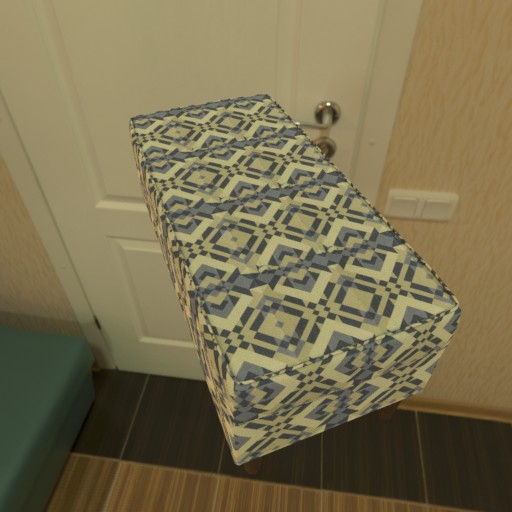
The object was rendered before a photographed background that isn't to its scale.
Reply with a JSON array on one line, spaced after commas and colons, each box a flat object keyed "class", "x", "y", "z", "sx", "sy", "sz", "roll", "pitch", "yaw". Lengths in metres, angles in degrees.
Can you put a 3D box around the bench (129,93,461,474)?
[{"class": "bench", "x": 0.000, "y": 0.000, "z": 1.270, "sx": 0.492, "sy": 0.477, "sz": 1.016, "roll": -15, "pitch": 47, "yaw": -15}]
